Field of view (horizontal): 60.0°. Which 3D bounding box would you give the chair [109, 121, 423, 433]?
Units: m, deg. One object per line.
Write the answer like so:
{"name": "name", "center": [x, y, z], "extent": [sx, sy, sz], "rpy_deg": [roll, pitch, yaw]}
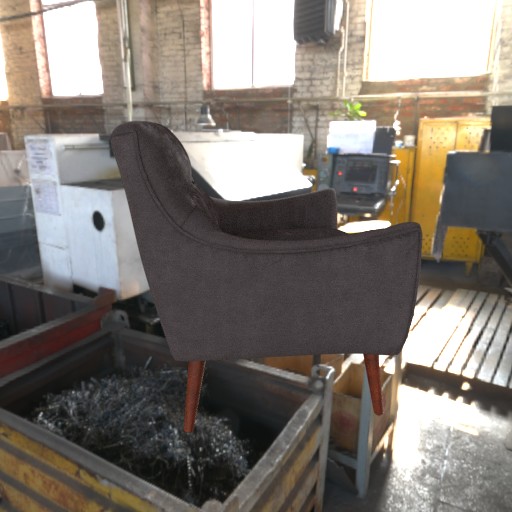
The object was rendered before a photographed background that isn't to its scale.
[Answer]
{"name": "chair", "center": [0.000, 0.000, 1.446], "extent": [0.787, 0.838, 0.762], "rpy_deg": [-2, 16, -8]}
